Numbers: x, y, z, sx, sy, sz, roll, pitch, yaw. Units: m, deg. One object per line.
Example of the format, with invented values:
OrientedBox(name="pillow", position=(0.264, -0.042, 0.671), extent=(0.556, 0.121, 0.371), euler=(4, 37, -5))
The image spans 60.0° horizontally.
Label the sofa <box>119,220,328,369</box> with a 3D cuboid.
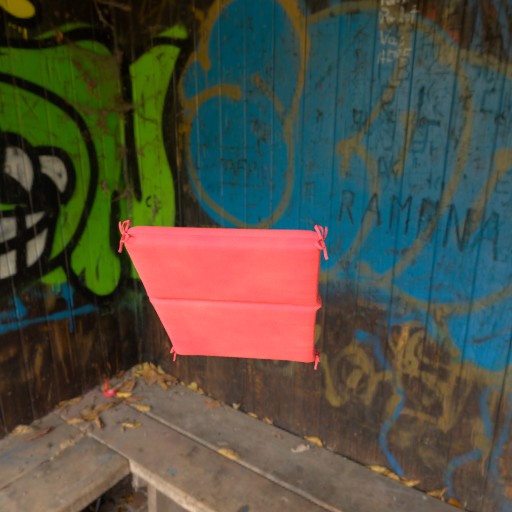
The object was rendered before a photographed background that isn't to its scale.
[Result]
OrientedBox(name="sofa", position=(0.000, 0.000, 1.978), extent=(0.582, 0.622, 1.663), euler=(2, 16, 6))
